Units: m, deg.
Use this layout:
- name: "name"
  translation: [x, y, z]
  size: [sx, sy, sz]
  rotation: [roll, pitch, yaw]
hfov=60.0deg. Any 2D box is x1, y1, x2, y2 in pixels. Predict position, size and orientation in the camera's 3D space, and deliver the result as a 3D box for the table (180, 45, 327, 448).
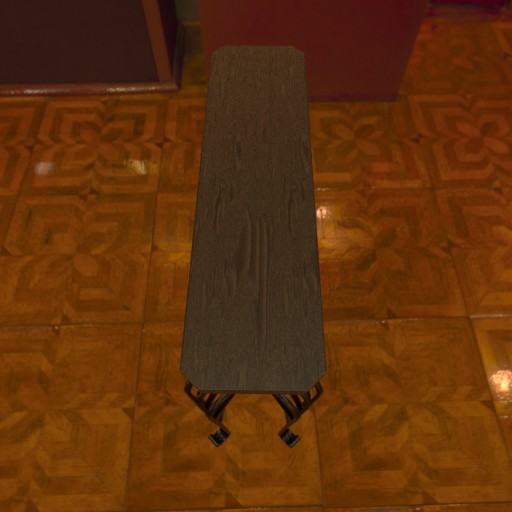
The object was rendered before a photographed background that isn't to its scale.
- name: "table"
  translation: [0.000, 0.000, 1.475]
  size: [0.329, 0.800, 1.112]
  rotation: [1, 60, 0]
